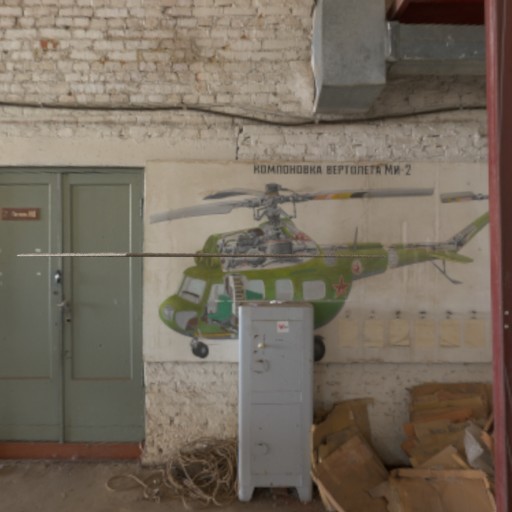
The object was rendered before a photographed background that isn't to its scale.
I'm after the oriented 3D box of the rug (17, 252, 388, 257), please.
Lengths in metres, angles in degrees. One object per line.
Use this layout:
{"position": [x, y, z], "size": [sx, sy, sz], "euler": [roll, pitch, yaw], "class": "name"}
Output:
{"position": [0.000, 0.000, 2.383], "size": [0.662, 0.011, 2.196], "euler": [0, 0, 36], "class": "rug"}
